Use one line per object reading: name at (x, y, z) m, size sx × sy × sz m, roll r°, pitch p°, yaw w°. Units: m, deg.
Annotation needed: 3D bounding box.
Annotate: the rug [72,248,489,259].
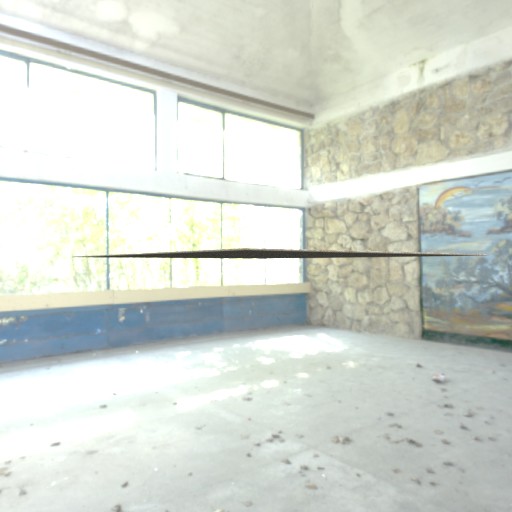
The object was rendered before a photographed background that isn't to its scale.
rug at (0.000, 0.000, 4.072) m, size 2.441 × 0.011 × 3.050 m, roll 1°, pitch -1°, yaw -37°
